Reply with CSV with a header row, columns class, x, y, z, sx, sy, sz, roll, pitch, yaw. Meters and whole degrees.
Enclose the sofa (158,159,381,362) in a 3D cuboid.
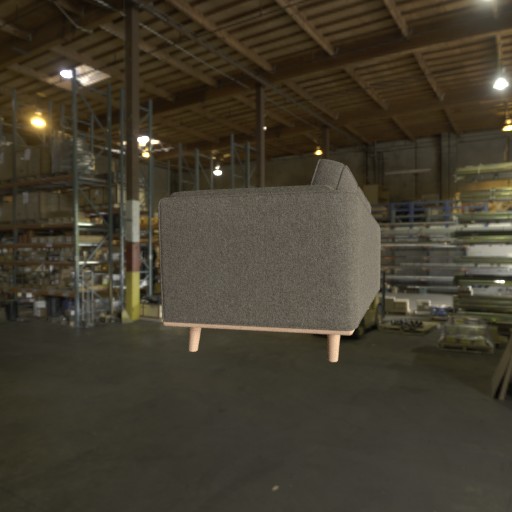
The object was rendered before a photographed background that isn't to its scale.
class,x,y,z,sx,sy,sz,roll,pitch,yaw
sofa,0.000,0.000,3.122,1.604,0.929,2.411,0,0,18
